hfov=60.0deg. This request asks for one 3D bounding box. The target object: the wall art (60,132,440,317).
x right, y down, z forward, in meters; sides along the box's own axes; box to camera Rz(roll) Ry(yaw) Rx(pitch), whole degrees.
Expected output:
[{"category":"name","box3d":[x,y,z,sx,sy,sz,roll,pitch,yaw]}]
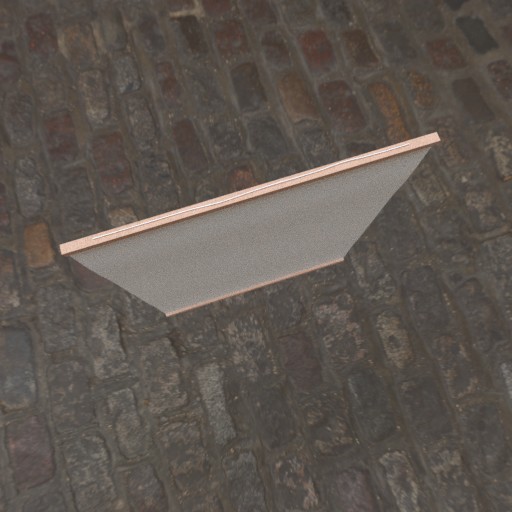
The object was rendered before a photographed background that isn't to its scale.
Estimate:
[{"category":"wall art","box3d":[0.000,0.000,1.331,0.758,1.013,0.020,-17,76,-4]}]
